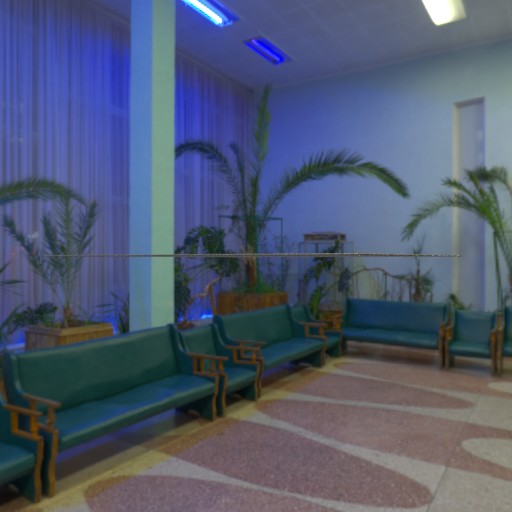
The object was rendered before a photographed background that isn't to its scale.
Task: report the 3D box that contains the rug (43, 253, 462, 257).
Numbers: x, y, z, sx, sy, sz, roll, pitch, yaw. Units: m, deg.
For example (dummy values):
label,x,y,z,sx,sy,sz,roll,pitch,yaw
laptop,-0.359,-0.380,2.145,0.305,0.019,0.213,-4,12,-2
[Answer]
label,x,y,z,sx,sy,sz,roll,pitch,yaw
rug,0.000,0.000,4.111,3.057,0.013,2.434,0,0,36
